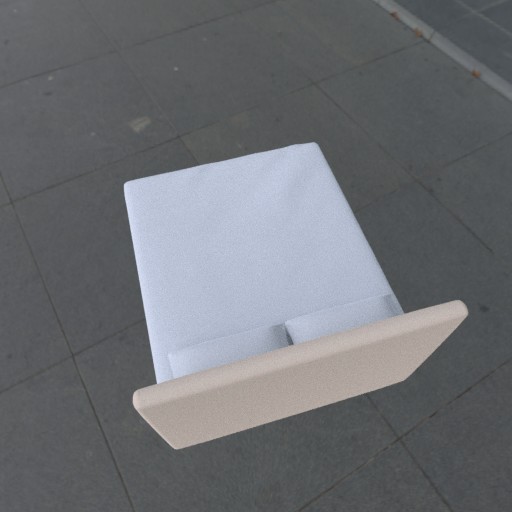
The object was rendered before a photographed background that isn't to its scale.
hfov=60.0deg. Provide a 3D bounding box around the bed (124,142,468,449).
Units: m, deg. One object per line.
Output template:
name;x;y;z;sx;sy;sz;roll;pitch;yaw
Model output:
bed;0.000;0.000;3.324;1.884;1.330;2.142;-14;59;-8
